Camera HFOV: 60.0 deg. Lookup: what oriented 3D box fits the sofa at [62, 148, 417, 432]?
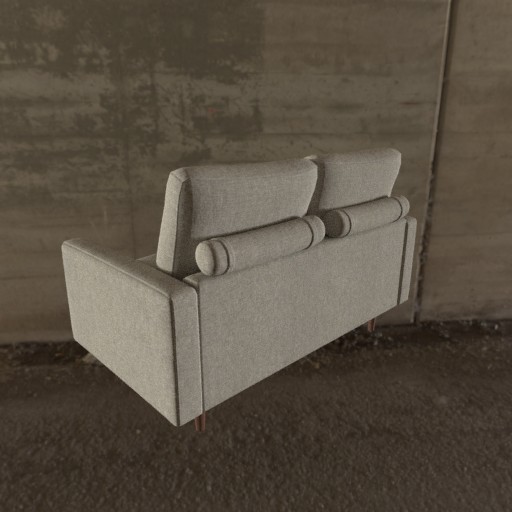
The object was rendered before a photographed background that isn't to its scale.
[{"bbox_3d":[0.000,0.000,1.968,1.407,0.907,0.842,-16,24,-41],"label":"sofa"}]
